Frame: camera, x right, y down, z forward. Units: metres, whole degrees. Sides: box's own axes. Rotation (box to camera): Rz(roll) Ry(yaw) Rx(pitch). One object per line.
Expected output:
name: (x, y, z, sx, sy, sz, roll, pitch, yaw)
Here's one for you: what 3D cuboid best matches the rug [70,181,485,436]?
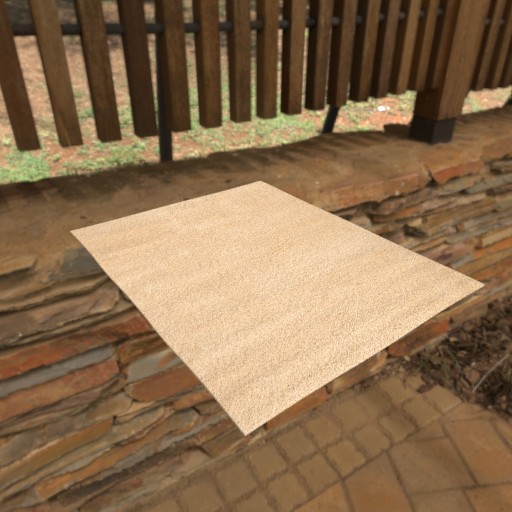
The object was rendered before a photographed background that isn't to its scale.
rug: (0.000, 0.000, 4.022, 2.400, 0.025, 3.000, -20, 36, -31)
